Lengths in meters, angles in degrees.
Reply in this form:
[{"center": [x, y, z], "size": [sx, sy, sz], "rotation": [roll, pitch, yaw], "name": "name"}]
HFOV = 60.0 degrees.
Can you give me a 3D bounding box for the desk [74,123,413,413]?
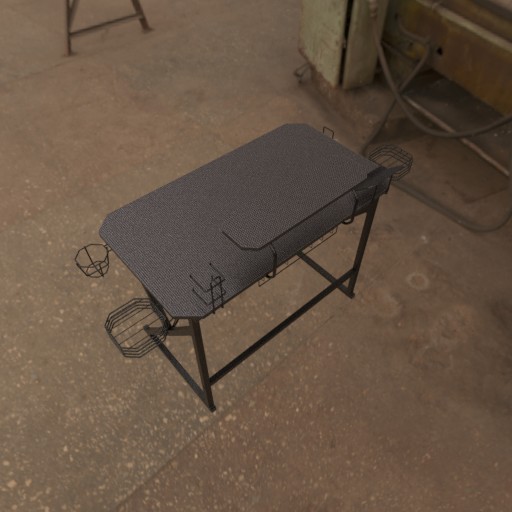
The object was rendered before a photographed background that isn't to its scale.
[{"center": [0.000, 0.000, 1.762], "size": [1.290, 0.880, 0.580], "rotation": [-33, 57, -25], "name": "desk"}]
